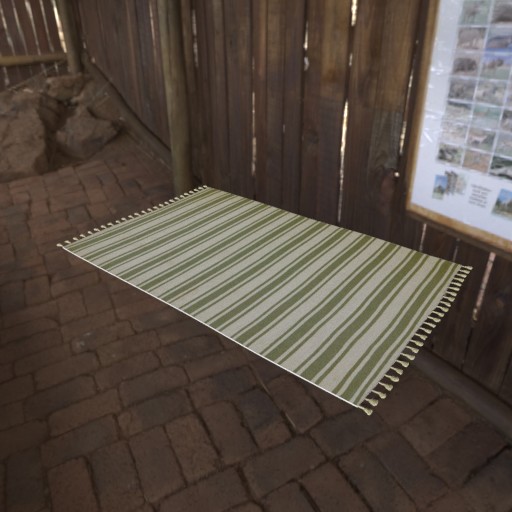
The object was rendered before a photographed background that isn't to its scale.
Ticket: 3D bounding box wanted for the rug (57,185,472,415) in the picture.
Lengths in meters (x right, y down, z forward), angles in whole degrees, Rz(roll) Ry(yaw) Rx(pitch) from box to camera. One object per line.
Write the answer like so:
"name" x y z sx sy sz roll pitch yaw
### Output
"rug" 0.000 0.000 2.310 1.875 0.013 1.162 21 36 33
